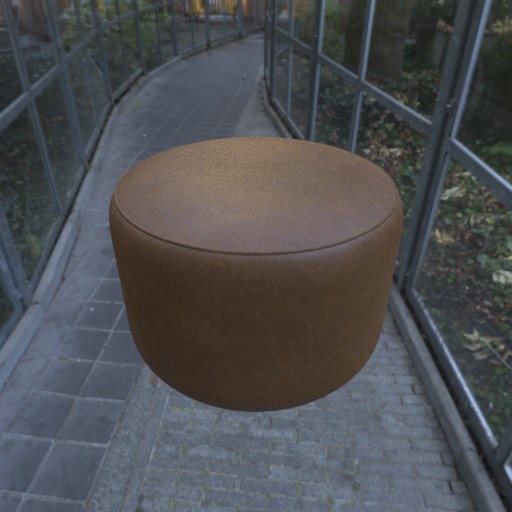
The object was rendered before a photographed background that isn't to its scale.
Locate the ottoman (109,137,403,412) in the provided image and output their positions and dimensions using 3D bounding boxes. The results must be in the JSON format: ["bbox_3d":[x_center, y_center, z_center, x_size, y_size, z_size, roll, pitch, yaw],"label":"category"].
[{"bbox_3d":[0.000,0.000,1.020,0.607,0.438,0.607,0,33,0],"label":"ottoman"}]
